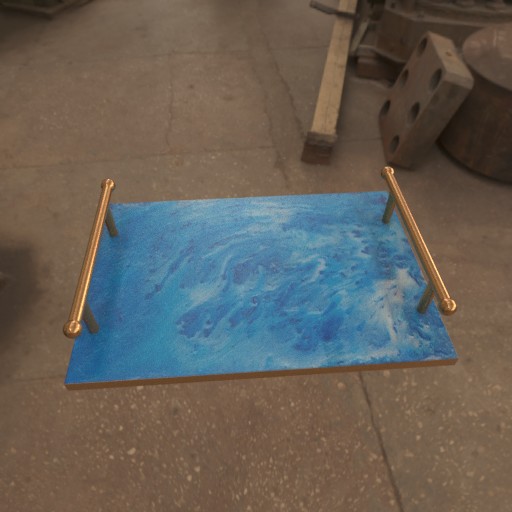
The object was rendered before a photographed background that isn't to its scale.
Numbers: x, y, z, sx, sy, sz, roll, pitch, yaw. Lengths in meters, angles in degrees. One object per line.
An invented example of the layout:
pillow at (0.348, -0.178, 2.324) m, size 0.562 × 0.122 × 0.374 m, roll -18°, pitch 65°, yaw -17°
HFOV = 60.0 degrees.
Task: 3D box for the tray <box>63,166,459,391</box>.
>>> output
tray at (0.000, 0.000, 0.578) m, size 0.444 × 0.084 × 0.304 m, roll -3°, pitch 47°, yaw -3°
